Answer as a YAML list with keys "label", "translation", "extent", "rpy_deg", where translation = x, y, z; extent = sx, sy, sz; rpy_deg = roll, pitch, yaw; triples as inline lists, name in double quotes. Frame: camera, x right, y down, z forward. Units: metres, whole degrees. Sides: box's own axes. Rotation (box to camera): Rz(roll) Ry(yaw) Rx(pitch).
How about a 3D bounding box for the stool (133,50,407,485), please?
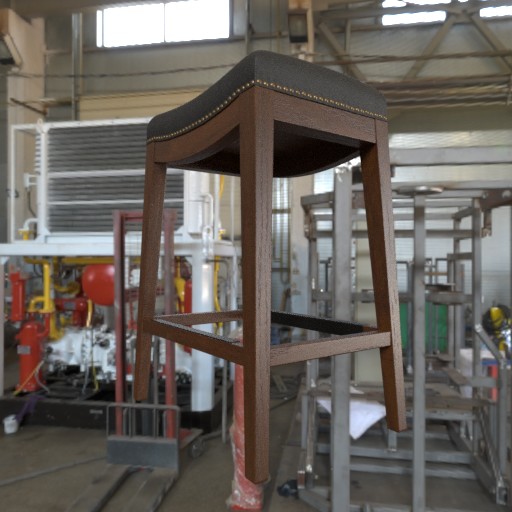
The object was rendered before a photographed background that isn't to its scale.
- label: "stool"
  translation: [0.000, 0.000, 0.939]
  extent: [0.353, 0.664, 0.490]
  rpy_deg: [0, -1, -36]
